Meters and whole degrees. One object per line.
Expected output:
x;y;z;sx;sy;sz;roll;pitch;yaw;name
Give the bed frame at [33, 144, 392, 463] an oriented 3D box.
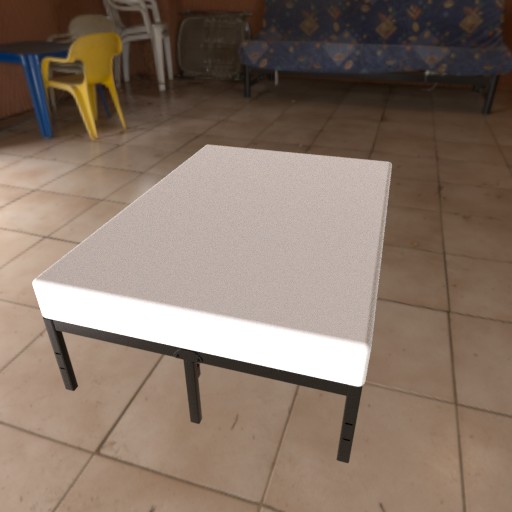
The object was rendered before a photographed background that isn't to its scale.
0.000;0.000;2.649;1.408;0.659;1.956;9;33;14;bed frame
